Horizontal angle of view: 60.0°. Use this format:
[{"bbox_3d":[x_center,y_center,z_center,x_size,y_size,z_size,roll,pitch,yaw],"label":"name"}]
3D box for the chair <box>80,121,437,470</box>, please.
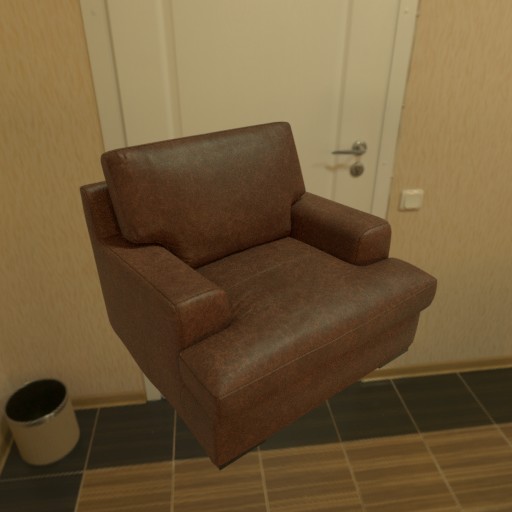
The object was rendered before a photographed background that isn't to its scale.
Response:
[{"bbox_3d":[0.000,0.000,1.975,1.168,0.939,1.143,-20,35,-31],"label":"chair"}]
